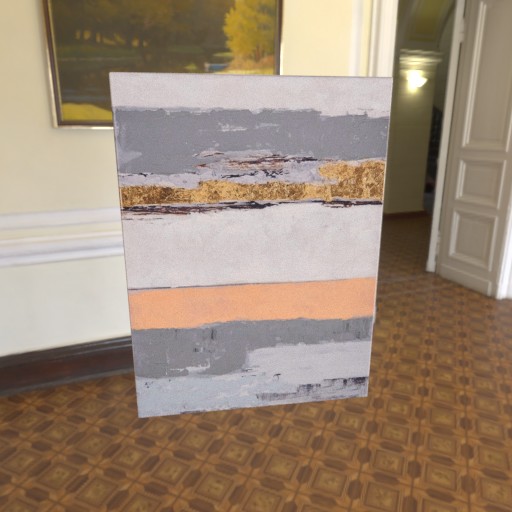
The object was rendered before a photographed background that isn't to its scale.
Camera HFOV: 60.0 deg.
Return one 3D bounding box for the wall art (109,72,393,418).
[{"bbox_3d":[0.000,0.000,0.804,0.456,0.609,0.038,-2,16,-8],"label":"wall art"}]
